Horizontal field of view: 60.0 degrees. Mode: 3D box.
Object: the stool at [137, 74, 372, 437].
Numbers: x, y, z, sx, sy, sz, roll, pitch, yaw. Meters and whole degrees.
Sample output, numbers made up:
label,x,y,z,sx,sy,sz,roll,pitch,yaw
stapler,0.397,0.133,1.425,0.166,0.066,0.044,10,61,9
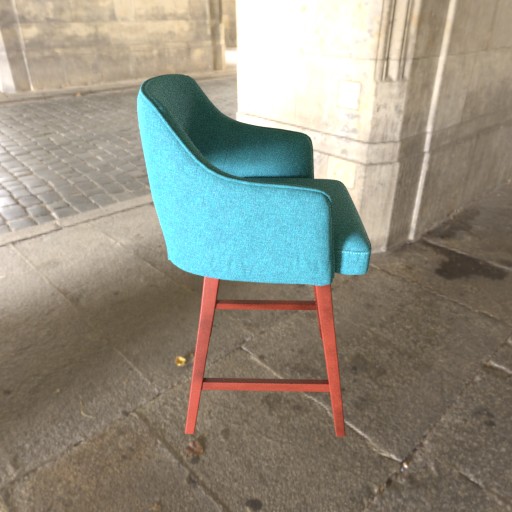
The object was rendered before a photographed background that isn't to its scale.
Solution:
label,x,y,z,sx,sy,sz,roll,pitch,yaw
stool,0.000,0.000,1.293,0.556,0.961,0.548,1,29,1
